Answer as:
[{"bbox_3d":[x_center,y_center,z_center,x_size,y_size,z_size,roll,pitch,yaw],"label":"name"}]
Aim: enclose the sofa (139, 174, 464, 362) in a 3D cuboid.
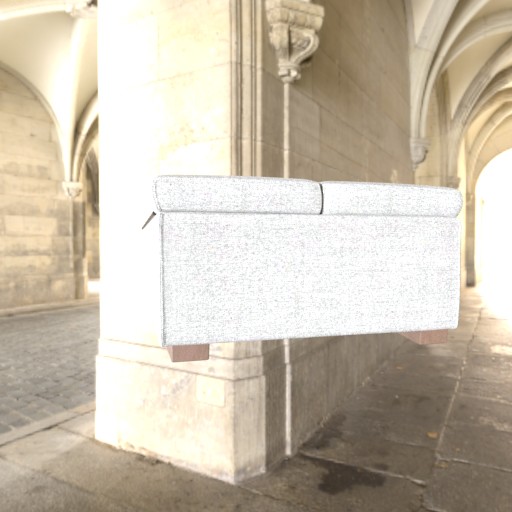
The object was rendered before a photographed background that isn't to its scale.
[{"bbox_3d":[0.000,0.000,1.630,0.817,0.434,1.250,0,1,-16],"label":"sofa"}]
